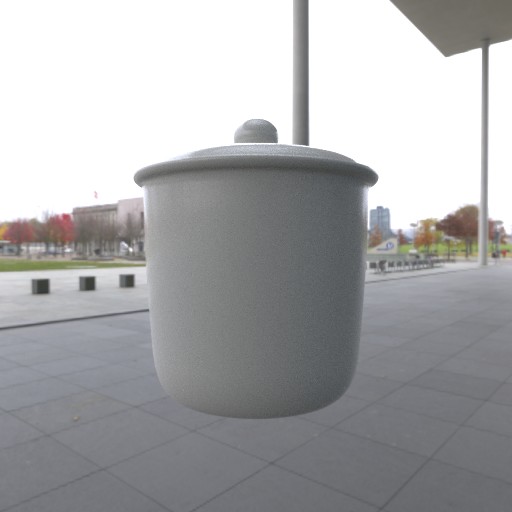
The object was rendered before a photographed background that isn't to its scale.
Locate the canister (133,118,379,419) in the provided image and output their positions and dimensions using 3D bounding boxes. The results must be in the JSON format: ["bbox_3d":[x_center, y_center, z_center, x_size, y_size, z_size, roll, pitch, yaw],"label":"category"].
[{"bbox_3d":[0.000,0.000,0.340,0.182,0.208,0.182,0,1,0],"label":"canister"}]
